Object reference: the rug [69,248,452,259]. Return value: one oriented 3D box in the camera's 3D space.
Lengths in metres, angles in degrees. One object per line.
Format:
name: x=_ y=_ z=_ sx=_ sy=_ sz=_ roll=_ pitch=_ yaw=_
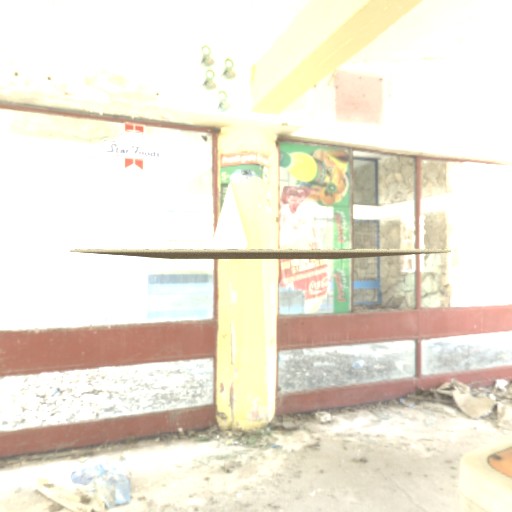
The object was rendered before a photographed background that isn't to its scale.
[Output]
rug: x=0.000 y=0.000 z=2.314 sx=1.213 sy=0.012 sz=1.831 roll=0 pitch=-1 yaw=-1
